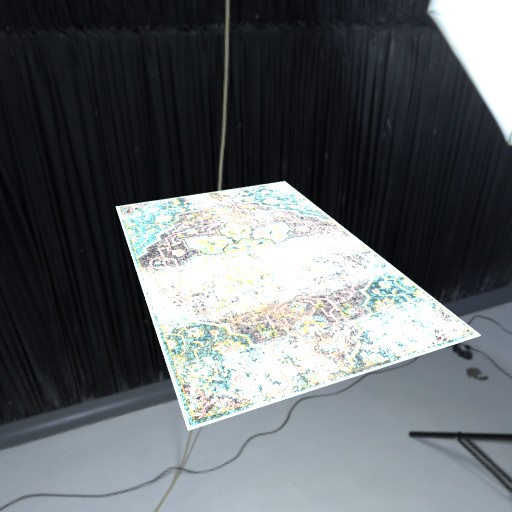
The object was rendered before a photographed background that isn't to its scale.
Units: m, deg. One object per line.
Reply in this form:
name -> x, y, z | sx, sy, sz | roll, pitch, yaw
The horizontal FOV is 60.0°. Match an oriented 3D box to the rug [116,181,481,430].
rug -> 0.000, 0.000, 2.941 | 1.566, 0.004, 2.363 | -11, 32, -18
